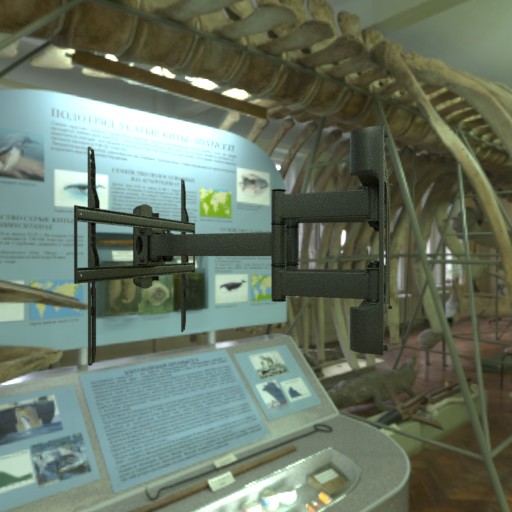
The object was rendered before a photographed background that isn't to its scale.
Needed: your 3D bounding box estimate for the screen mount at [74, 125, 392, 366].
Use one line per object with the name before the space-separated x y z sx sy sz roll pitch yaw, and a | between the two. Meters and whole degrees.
screen mount | 0.000 0.000 0.957 0.556 0.424 0.571 0 0 18
